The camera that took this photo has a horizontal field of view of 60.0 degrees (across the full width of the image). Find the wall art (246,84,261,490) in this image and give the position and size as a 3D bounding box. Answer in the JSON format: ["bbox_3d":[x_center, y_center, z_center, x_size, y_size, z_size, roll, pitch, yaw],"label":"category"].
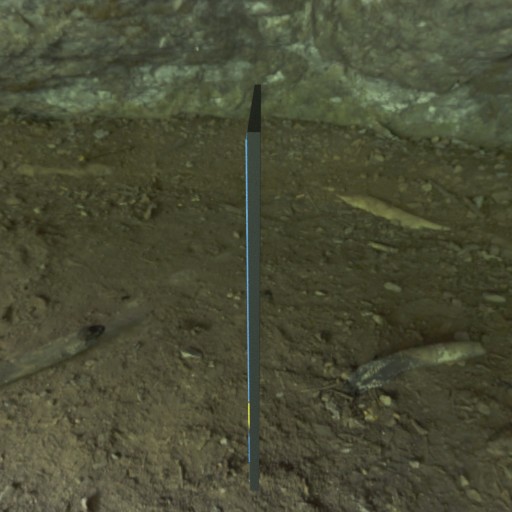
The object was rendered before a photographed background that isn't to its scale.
[{"bbox_3d":[0.000,0.000,0.684,0.013,0.457,0.458,0,26,1],"label":"wall art"}]
